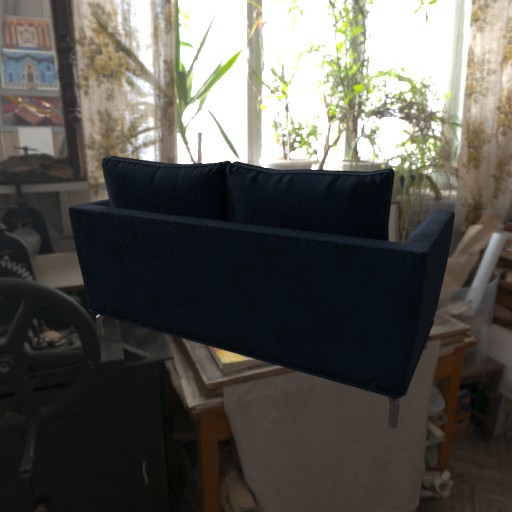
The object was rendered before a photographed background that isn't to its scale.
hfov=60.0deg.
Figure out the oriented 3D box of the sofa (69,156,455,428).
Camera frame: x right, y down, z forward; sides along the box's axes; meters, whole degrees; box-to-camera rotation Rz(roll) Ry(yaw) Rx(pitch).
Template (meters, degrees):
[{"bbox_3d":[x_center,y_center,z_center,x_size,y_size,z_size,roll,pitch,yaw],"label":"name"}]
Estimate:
[{"bbox_3d":[0.000,0.000,2.298,1.770,1.002,0.853,9,19,28],"label":"sofa"}]
